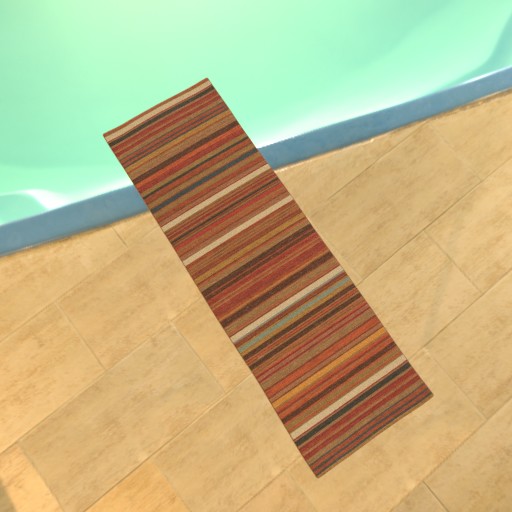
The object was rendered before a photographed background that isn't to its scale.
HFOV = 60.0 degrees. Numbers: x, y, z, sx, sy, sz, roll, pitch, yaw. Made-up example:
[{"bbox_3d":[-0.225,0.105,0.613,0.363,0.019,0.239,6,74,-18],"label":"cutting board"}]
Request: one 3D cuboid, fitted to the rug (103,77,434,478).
[{"bbox_3d":[0.000,0.000,2.679,0.799,0.030,2.444,-32,78,-7],"label":"rug"}]
